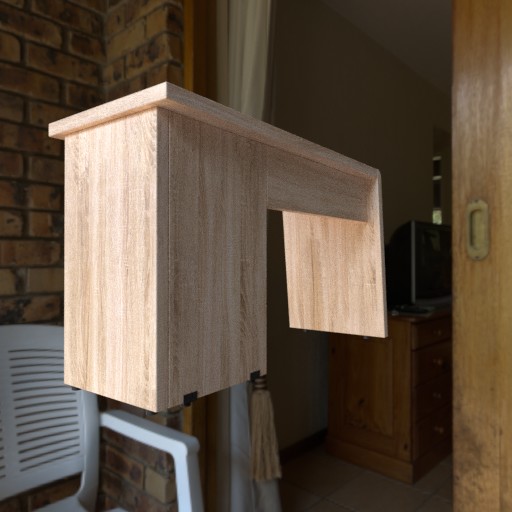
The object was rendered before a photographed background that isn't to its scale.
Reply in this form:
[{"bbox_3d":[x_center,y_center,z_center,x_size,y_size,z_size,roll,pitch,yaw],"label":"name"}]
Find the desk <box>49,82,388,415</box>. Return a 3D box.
[{"bbox_3d":[0.000,0.000,1.628,0.500,0.750,1.300,0,-1,37],"label":"desk"}]
